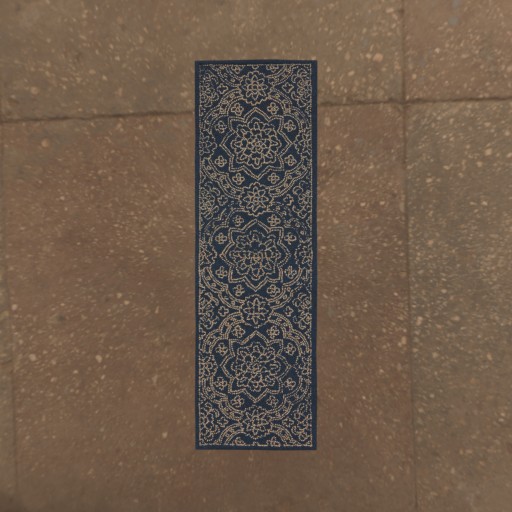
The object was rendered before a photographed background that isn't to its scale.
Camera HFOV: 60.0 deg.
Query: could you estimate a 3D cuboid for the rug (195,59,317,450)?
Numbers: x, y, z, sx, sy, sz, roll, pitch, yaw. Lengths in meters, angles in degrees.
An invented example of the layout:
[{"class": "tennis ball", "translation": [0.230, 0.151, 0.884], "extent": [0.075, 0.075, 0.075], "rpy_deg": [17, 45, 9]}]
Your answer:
[{"class": "rug", "translation": [0.000, 0.000, 2.776], "extent": [0.769, 0.012, 2.448], "rpy_deg": [0, 91, 0]}]
